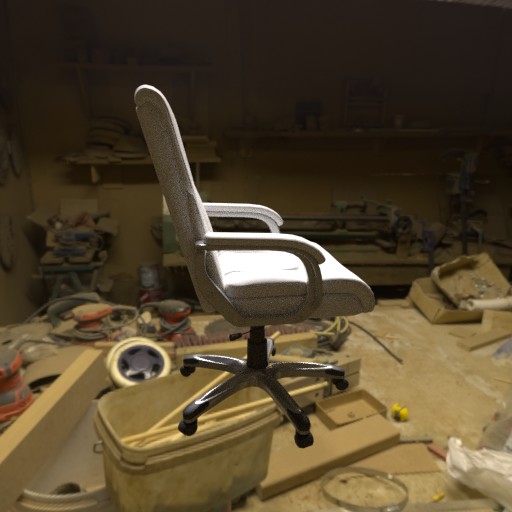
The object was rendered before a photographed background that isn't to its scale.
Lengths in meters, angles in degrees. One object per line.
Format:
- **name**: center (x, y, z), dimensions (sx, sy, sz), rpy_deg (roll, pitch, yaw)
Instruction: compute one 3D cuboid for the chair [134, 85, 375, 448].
- **chair**: center (0.000, 0.000, 1.581), dimensions (0.738, 1.120, 0.687), rpy_deg (-2, 15, -8)
